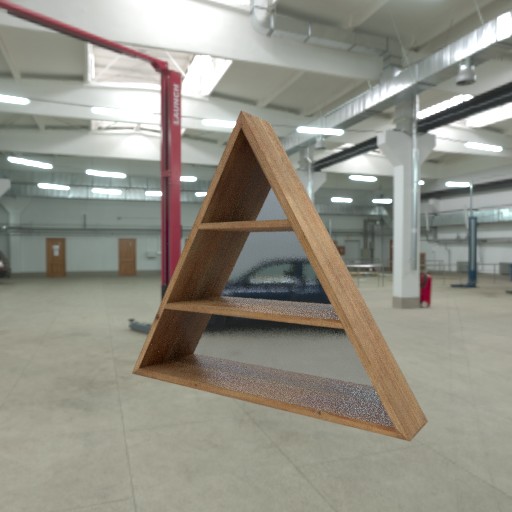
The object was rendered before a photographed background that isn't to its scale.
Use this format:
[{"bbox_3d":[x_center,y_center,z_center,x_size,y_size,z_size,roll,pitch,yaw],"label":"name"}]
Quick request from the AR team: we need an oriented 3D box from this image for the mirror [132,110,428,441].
[{"bbox_3d":[0.000,0.000,0.876,0.631,0.548,0.100,1,1,35],"label":"mirror"}]
